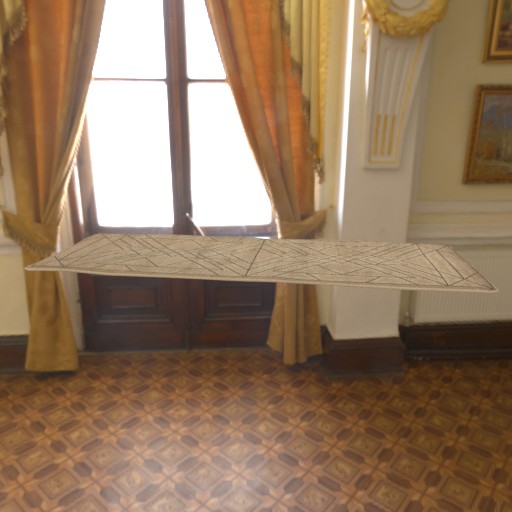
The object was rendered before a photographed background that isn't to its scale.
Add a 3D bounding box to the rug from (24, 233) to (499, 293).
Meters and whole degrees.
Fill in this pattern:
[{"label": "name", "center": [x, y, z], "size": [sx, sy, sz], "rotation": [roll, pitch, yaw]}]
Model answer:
[{"label": "rug", "center": [0.000, 0.000, 2.590], "size": [2.381, 0.036, 0.831], "rotation": [2, 16, 8]}]
